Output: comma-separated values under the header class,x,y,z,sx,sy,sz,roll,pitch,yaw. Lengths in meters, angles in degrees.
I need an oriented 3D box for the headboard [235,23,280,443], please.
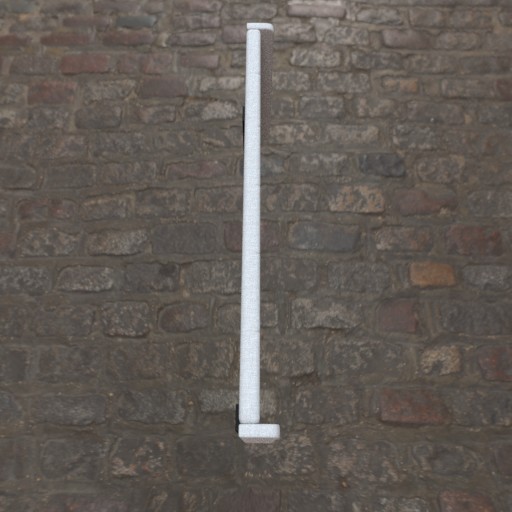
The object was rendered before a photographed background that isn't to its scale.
class,x,y,z,sx,sy,sz,roll,pitch,yaw
headboard,0.000,0.000,2.643,0.184,1.524,2.051,0,66,0
